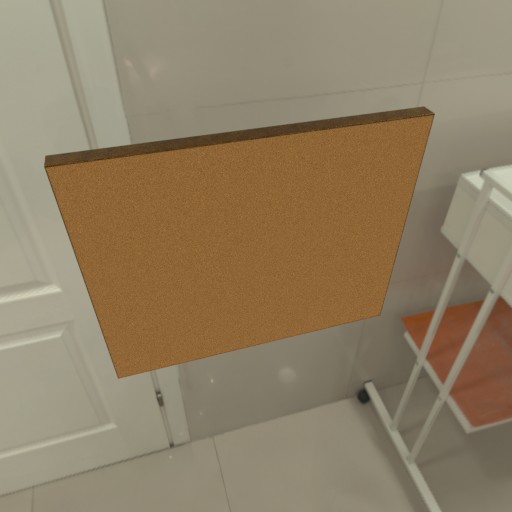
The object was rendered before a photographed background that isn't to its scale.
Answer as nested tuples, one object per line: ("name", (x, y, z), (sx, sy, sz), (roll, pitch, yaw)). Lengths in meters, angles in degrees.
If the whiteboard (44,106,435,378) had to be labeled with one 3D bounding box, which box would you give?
("whiteboard", (0.000, 0.000, 0.774), (0.561, 0.457, 0.029), (-11, 42, -13))
